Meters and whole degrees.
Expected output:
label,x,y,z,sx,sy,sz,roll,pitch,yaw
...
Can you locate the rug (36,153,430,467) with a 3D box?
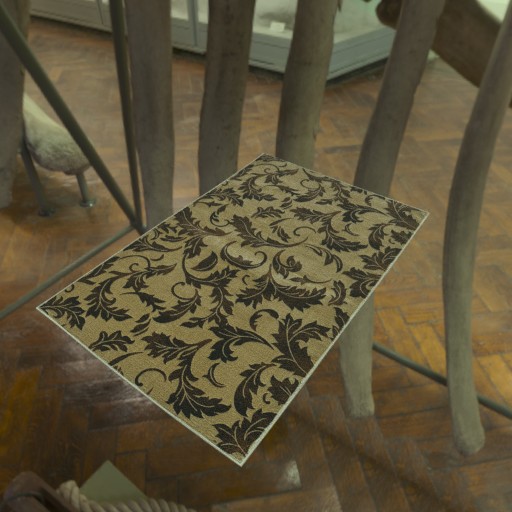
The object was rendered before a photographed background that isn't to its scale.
label,x,y,z,sx,sy,sz,roll,pitch,yaw
rug,0.000,0.000,2.913,1.522,0.008,2.284,26,48,26
